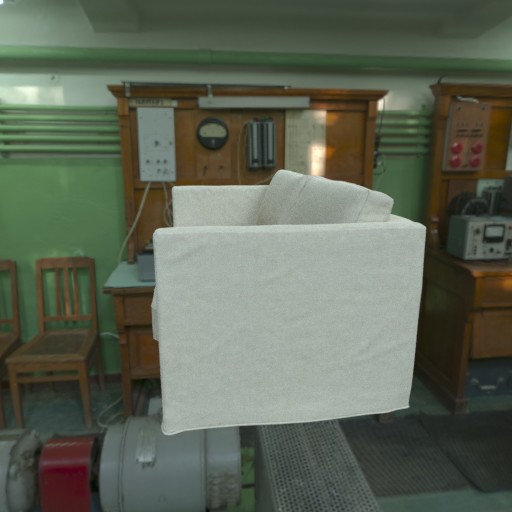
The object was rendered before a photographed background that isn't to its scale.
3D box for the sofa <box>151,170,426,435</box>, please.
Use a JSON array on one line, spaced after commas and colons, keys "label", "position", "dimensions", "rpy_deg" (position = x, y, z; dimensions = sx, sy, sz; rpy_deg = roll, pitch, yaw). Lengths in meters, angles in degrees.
[{"label": "sofa", "position": [0.000, 0.000, 2.319], "dimensions": [0.962, 0.835, 1.719], "rpy_deg": [-2, 14, -8]}]
